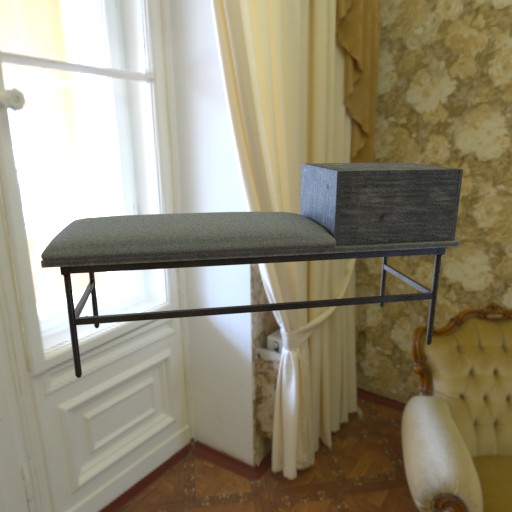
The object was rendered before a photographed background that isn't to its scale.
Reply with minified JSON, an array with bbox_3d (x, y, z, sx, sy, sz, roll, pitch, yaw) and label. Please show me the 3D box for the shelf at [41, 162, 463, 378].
[{"bbox_3d":[0.000,0.000,1.618,1.342,0.633,0.457,-3,16,-10],"label":"shelf"}]
